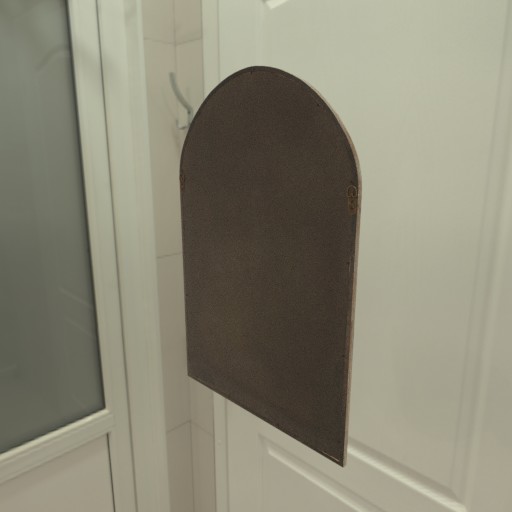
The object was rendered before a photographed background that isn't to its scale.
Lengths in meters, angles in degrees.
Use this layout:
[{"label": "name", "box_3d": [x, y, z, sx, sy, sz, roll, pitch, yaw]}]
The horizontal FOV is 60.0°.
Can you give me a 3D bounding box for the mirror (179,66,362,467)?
[{"label": "mirror", "box_3d": [0.000, 0.000, 1.152, 0.032, 0.915, 0.609, -14, 19, -43]}]
